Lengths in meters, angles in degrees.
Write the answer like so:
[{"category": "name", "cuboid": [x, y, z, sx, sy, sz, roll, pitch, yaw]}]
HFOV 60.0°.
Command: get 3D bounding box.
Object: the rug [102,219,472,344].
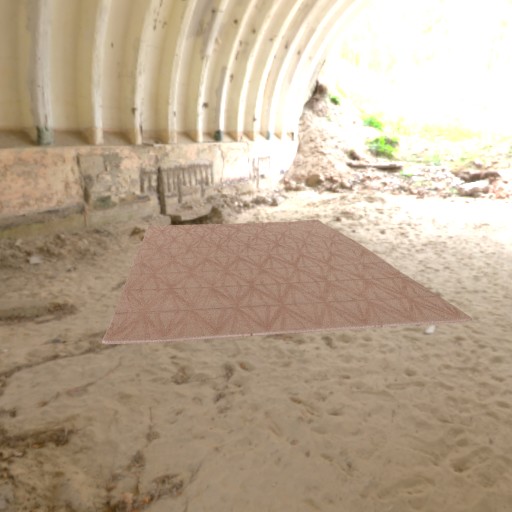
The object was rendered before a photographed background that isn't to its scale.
[{"category": "rug", "cuboid": [0.000, 0.000, 2.288, 1.230, 0.025, 1.837, -2, 15, -9]}]
